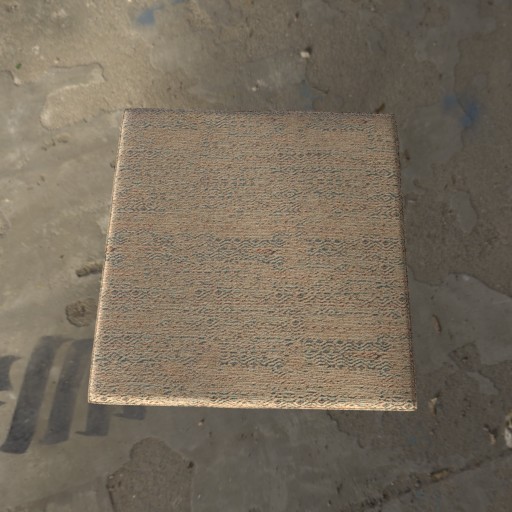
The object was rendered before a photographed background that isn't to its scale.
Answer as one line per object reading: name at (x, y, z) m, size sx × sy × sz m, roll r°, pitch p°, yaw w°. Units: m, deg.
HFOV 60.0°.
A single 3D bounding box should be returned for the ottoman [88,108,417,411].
ottoman at (0.000, 0.000, 1.558) m, size 0.968 × 0.356 × 1.004 m, roll 1°, pitch 74°, yaw 0°
